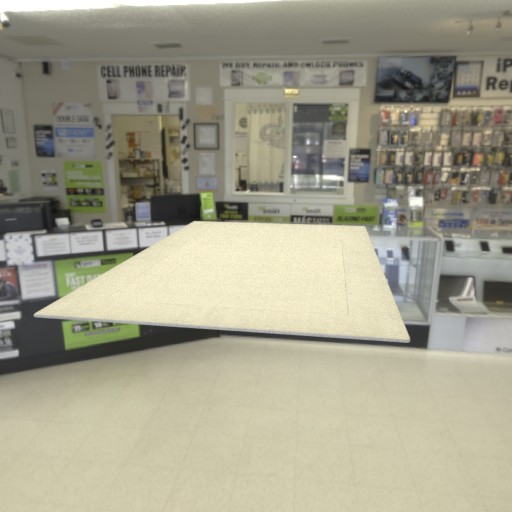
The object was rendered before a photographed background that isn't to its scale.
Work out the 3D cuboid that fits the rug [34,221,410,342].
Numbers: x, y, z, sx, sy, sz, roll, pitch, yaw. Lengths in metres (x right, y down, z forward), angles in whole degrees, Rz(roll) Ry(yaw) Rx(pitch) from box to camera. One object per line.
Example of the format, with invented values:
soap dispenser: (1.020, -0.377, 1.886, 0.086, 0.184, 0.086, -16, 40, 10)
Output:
rug: (0.000, 0.000, 2.264, 1.219, 0.013, 1.829, 2, 15, 9)
